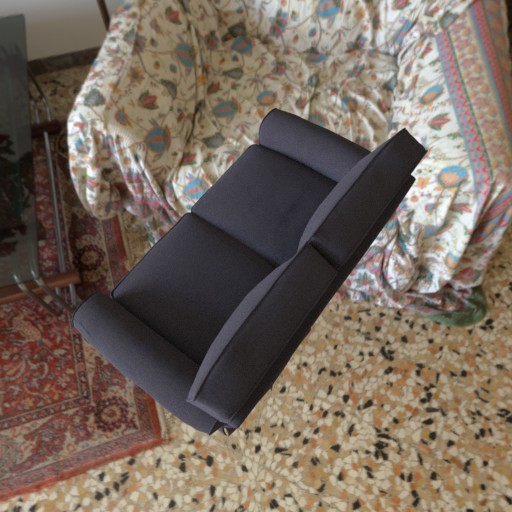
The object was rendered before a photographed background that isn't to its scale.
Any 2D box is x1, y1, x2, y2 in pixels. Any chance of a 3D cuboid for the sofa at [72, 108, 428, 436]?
[{"bbox_3d":[0.000,0.000,2.443,0.997,1.059,1.801,34,68,16],"label":"sofa"}]
